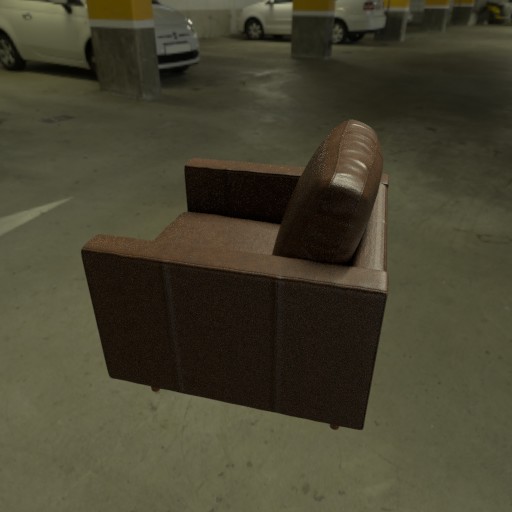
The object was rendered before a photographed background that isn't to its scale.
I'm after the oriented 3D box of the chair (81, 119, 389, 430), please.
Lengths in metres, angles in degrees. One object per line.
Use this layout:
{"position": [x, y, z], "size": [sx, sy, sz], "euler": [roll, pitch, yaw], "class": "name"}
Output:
{"position": [0.000, 0.000, 1.669], "size": [0.909, 0.956, 0.890], "euler": [7, 31, 13], "class": "chair"}
